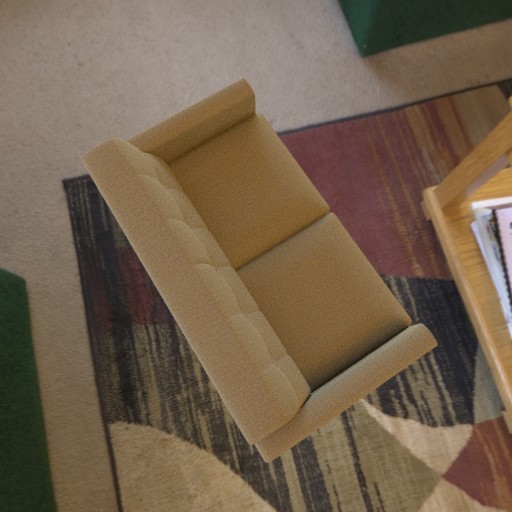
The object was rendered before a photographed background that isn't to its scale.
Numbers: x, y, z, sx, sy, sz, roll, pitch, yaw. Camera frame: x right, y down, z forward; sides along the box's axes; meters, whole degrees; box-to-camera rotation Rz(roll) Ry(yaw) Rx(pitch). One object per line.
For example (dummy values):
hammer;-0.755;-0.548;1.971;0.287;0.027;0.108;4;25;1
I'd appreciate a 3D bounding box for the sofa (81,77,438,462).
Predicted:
sofa;0.000;0.000;2.249;0.952;0.925;1.651;-32;77;-8
